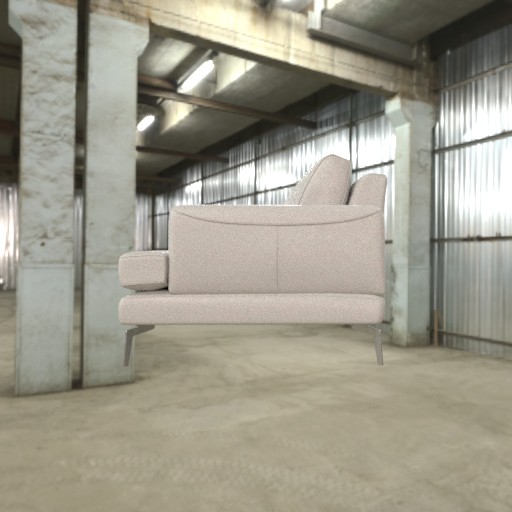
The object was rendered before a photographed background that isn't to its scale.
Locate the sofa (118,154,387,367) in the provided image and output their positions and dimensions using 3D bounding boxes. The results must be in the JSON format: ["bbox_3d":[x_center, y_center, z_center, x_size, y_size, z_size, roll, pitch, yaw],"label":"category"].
[{"bbox_3d":[0.000,0.000,2.450,0.974,0.765,1.940,0,0,-1],"label":"sofa"}]
